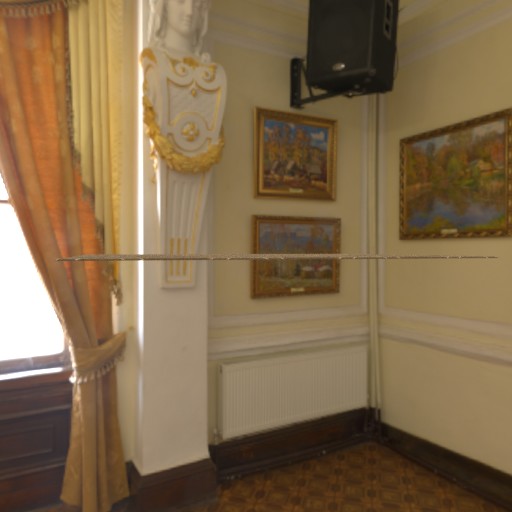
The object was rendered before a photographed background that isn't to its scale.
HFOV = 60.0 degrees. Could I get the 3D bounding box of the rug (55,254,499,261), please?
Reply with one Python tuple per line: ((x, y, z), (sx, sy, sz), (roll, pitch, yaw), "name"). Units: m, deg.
((0.000, 0.000, 4.038), (3.062, 0.012, 2.457), (0, 1, -17), "rug")
